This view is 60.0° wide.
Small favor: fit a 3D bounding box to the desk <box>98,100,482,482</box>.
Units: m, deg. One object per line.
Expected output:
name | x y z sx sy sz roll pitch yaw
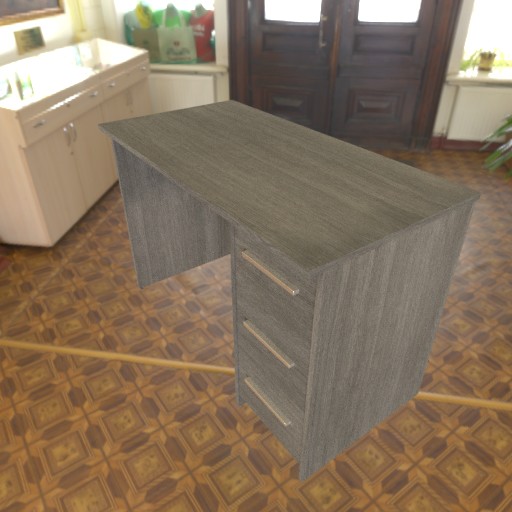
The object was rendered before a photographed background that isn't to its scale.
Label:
desk | 0.000 0.000 1.513 0.560 0.735 1.097 -22 39 -30
